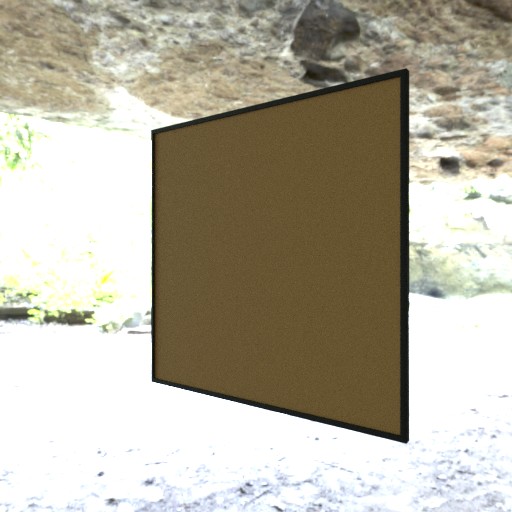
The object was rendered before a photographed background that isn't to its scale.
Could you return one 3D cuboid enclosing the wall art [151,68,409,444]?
[{"bbox_3d":[0.000,0.000,0.677,0.458,0.457,0.013,0,0,35],"label":"wall art"}]
